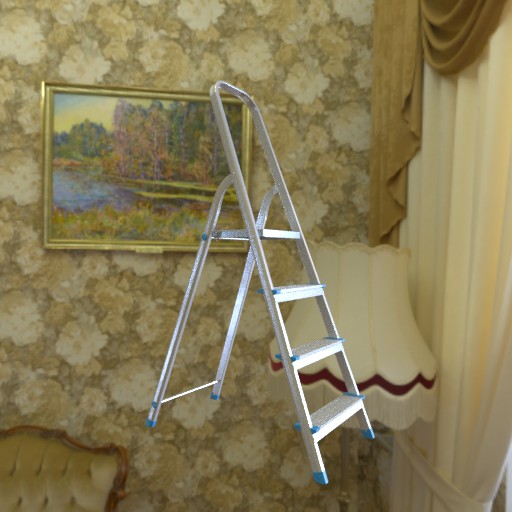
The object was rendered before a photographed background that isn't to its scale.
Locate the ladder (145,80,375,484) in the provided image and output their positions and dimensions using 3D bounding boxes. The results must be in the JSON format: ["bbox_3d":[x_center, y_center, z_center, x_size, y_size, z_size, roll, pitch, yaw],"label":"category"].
[{"bbox_3d":[0.000,0.000,1.811,0.842,1.434,0.445,0,0,35],"label":"ladder"}]
